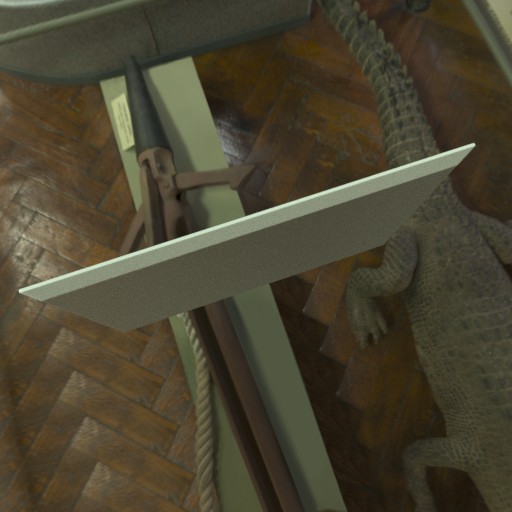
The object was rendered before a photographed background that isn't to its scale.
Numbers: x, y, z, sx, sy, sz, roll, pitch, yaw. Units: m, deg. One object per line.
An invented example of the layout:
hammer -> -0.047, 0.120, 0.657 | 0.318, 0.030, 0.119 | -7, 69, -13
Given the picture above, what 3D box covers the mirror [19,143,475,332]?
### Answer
mirror -> 0.000, 0.000, 1.106 | 0.870, 0.630, 0.030 | -18, 75, -5
